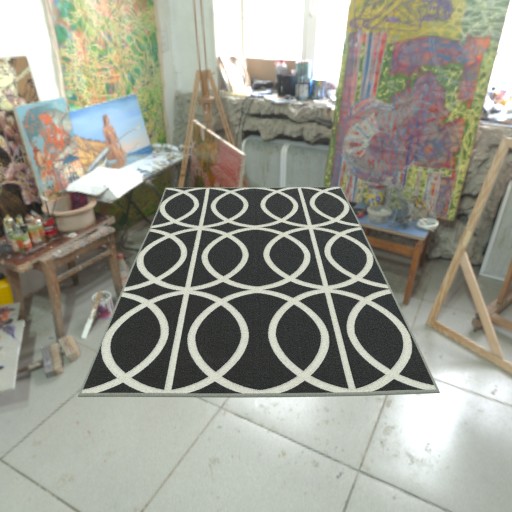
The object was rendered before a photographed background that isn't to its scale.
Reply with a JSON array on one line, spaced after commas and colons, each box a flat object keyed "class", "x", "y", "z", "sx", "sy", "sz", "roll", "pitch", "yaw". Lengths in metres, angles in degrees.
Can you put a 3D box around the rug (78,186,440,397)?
[{"class": "rug", "x": 0.000, "y": 0.000, "z": 2.827, "sx": 1.526, "sy": 0.014, "sz": 2.290, "roll": -1, "pitch": 31, "yaw": -1}]
